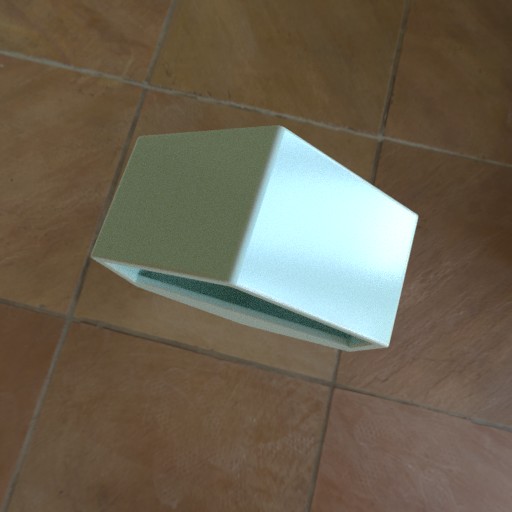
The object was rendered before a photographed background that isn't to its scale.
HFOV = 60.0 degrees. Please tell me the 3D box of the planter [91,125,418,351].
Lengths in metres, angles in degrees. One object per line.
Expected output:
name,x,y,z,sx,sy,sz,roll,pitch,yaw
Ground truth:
planter,0.000,0.000,0.294,0.169,0.207,0.078,16,77,4
